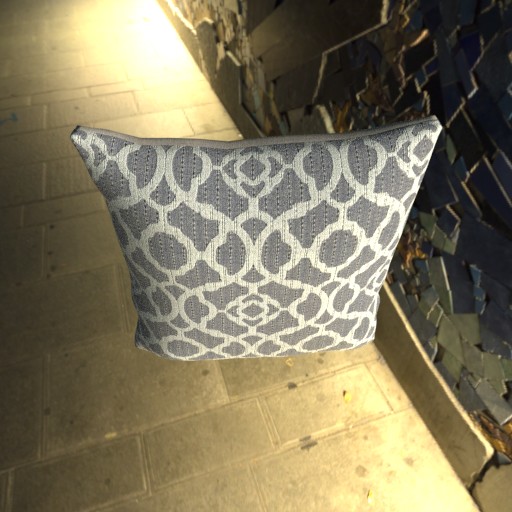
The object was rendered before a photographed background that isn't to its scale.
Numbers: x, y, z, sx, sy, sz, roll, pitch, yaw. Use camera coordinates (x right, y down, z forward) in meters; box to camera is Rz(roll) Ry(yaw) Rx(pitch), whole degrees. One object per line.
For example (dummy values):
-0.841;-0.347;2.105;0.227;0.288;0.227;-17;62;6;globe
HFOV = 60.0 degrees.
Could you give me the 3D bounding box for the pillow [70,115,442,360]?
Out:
0.000;0.000;0.770;0.508;0.498;0.215;-2;44;-2;pillow
